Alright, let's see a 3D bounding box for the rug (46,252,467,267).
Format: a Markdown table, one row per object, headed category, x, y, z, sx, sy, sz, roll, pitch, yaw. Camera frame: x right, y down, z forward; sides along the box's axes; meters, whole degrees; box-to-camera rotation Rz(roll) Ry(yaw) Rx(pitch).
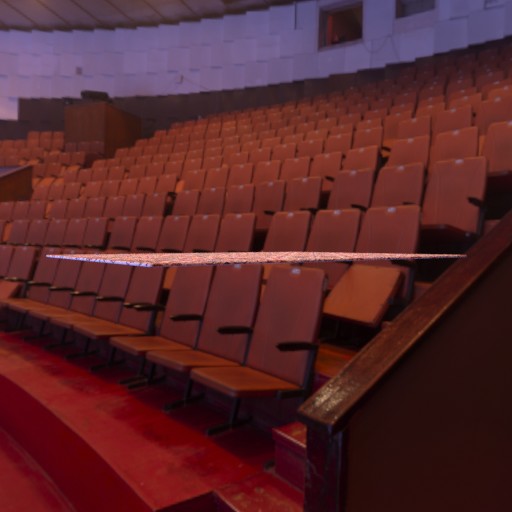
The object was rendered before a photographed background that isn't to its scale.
| category | x | y | z | sx | sy | sz | roll | pitch | yaw |
| --- | --- | --- | --- | --- | --- | --- | --- | --- | --- |
| rug | 0.000 | 0.000 | 4.246 | 3.215 | 0.020 | 2.446 | -1 | 2 | -37 |
